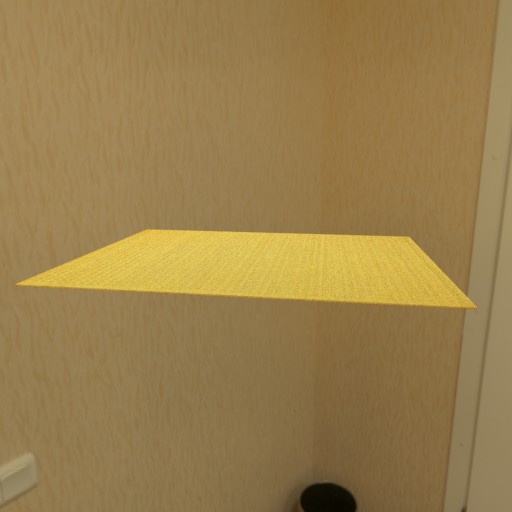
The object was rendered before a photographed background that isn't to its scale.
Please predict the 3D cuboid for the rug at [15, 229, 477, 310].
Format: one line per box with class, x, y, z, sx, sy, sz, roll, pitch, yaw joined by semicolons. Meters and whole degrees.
rug;0.000;0.000;4.255;3.242;0.015;2.486;2;13;9
